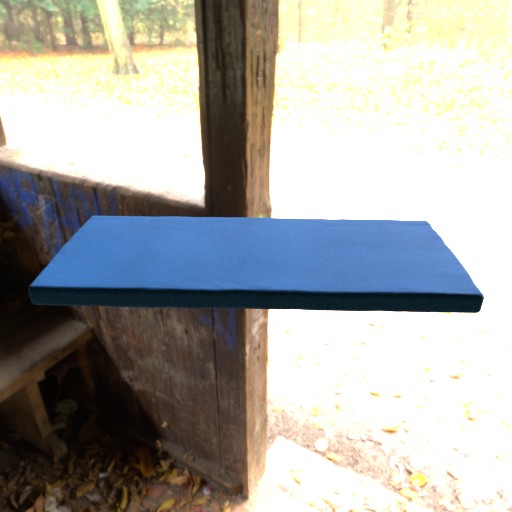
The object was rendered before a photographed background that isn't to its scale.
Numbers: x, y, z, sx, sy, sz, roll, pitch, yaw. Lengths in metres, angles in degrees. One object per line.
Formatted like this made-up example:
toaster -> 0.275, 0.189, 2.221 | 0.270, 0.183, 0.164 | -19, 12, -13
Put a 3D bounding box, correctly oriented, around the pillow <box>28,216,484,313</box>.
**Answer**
pillow -> 0.000, 0.000, 1.322 | 1.187, 0.081, 0.492 | 1, 29, 2
